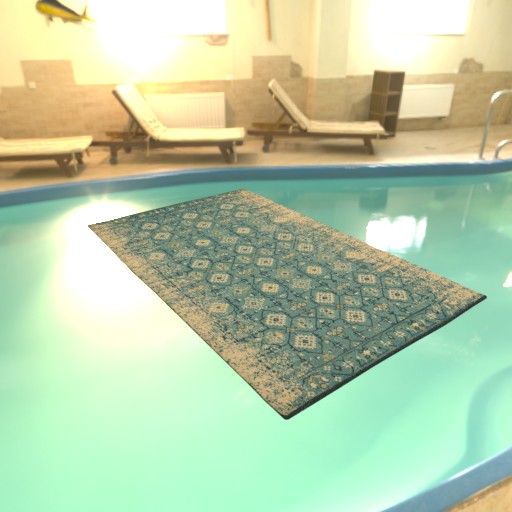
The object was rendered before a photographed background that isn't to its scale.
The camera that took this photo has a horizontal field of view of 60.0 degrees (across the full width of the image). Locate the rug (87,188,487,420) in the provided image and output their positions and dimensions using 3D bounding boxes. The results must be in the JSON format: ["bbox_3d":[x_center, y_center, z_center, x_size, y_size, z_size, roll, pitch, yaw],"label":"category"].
[{"bbox_3d":[0.000,0.000,3.020,1.530,0.015,2.449,-19,32,-32],"label":"rug"}]
